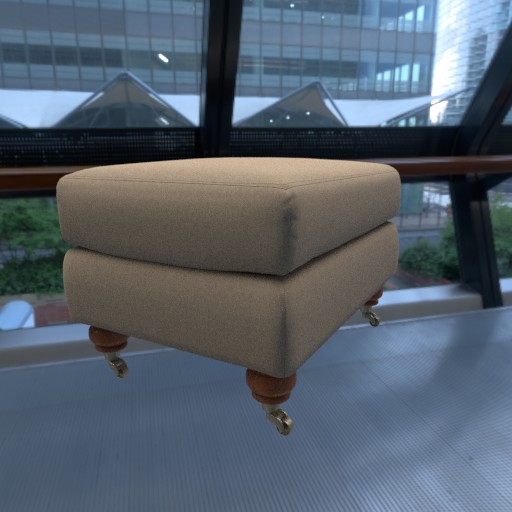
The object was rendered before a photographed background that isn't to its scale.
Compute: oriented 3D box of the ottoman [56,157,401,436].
[{"bbox_3d":[0.000,0.000,1.147,0.574,0.497,0.773,8,15,29],"label":"ottoman"}]
